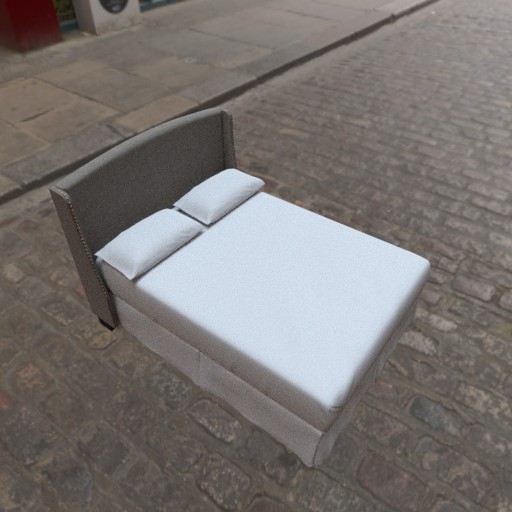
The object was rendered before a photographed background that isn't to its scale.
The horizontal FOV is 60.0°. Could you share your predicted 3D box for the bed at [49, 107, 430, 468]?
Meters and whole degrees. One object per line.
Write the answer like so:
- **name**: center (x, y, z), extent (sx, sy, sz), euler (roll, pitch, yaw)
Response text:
- **bed**: center (0.000, 0.000, 3.369), extent (2.237, 1.407, 1.710), euler (26, 47, 27)
